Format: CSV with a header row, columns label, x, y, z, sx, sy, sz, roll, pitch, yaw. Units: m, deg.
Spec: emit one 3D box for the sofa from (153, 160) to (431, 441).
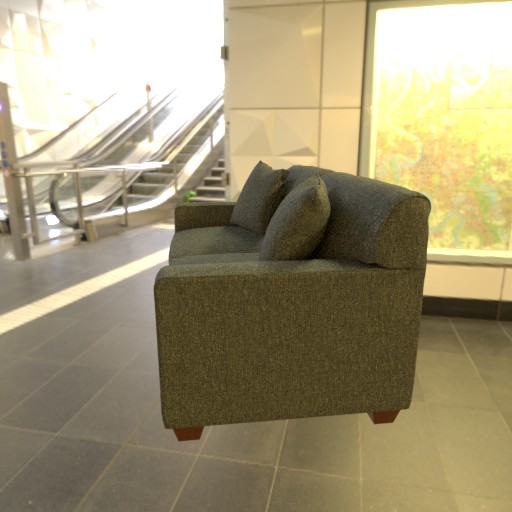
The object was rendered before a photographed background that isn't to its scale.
label,x,y,z,sx,sy,sz,roll,pitch,yaw
sofa,0.000,0.000,2.419,0.998,0.958,1.846,-2,15,-8
